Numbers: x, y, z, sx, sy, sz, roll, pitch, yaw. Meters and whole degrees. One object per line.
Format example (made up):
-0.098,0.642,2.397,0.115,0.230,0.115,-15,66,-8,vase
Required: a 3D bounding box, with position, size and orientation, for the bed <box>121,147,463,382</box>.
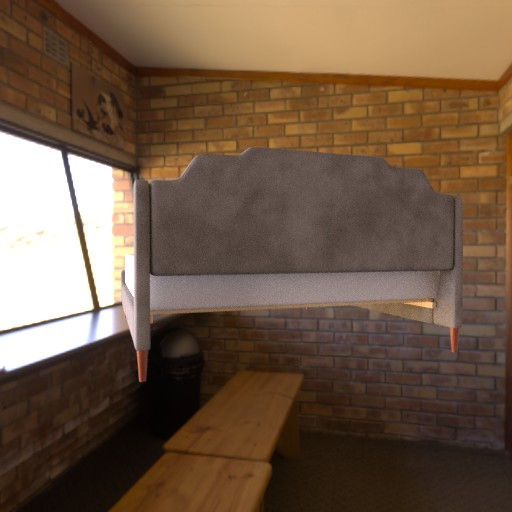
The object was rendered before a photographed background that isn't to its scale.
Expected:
0.000,0.000,3.666,2.074,1.245,2.340,0,1,-19,bed
